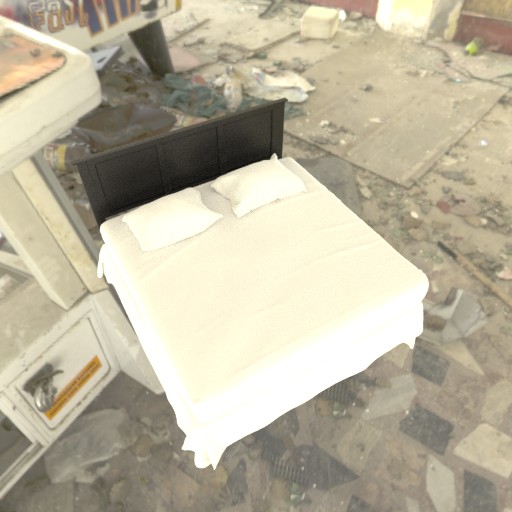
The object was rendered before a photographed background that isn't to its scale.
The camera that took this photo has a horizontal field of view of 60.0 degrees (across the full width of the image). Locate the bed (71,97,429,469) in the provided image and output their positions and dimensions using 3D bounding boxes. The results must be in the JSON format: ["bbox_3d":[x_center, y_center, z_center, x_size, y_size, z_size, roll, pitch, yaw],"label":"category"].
[{"bbox_3d":[0.000,0.000,3.628,2.315,1.271,2.219,-23,51,-20],"label":"bed"}]
